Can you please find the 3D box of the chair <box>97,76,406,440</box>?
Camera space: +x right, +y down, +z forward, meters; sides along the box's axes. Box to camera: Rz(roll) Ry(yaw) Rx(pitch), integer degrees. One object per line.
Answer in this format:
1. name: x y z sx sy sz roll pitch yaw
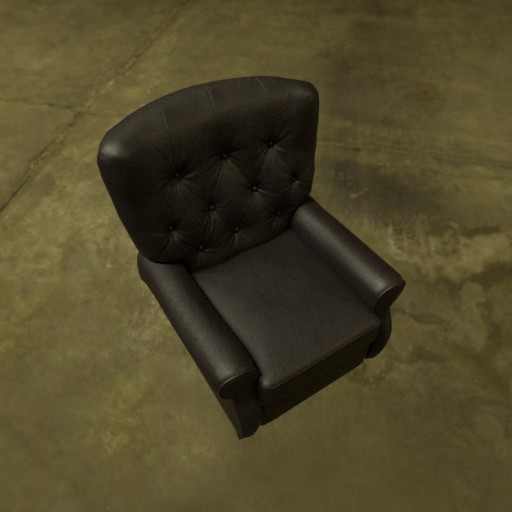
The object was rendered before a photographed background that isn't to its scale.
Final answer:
1. chair: 0.000 0.000 1.902 0.948 1.158 1.058 -25 53 -21
